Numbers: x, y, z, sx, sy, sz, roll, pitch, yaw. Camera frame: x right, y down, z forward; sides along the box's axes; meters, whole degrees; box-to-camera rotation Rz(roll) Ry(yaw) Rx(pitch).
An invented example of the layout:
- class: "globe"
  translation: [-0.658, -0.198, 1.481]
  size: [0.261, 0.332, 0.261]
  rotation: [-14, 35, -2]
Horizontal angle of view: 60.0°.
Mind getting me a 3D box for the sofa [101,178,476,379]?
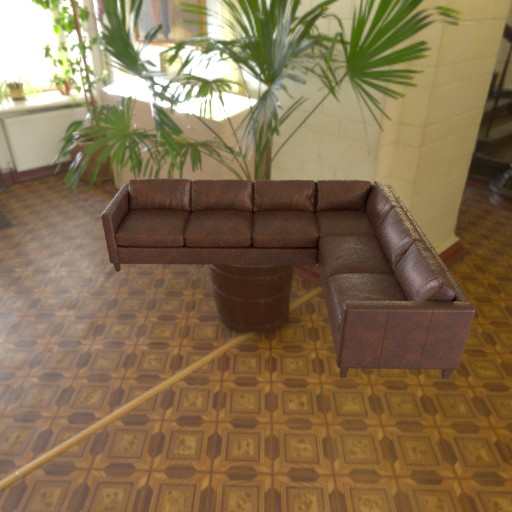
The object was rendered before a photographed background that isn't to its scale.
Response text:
- class: "sofa"
  translation: [0.000, 0.000, 4.324]
  size: [3.152, 0.836, 2.438]
  rotation: [0, 30, 1]
